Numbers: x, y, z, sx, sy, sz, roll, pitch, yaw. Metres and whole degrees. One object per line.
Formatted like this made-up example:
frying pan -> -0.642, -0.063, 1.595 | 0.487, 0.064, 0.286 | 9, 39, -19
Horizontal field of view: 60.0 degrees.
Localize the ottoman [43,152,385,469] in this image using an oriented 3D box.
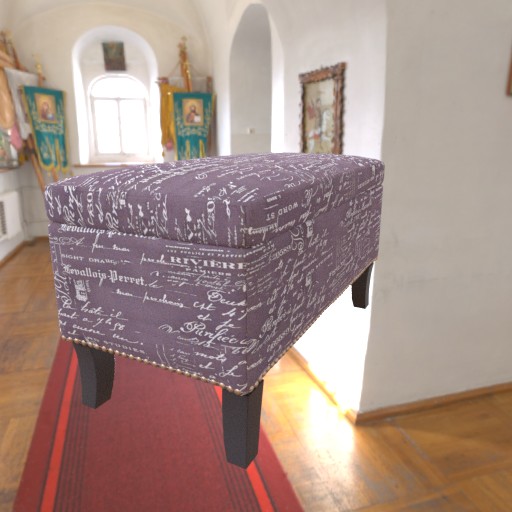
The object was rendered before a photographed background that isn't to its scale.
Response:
ottoman -> 0.000, 0.000, 1.044 | 0.406, 0.457, 0.813 | 8, 18, 27
